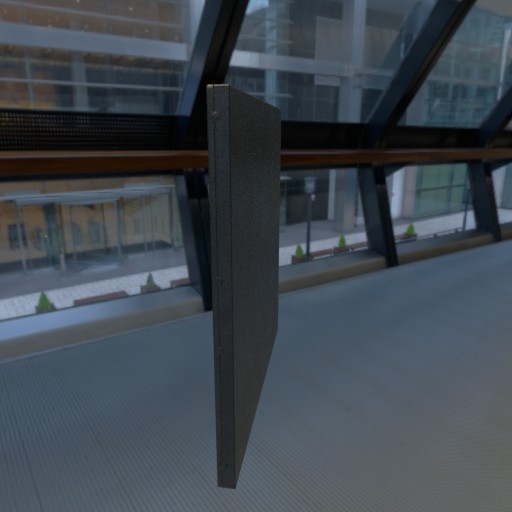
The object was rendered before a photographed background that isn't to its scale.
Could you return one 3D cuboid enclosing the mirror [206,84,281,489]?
[{"bbox_3d":[0.000,0.000,0.576,0.020,0.381,0.382,2,16,9],"label":"mirror"}]
